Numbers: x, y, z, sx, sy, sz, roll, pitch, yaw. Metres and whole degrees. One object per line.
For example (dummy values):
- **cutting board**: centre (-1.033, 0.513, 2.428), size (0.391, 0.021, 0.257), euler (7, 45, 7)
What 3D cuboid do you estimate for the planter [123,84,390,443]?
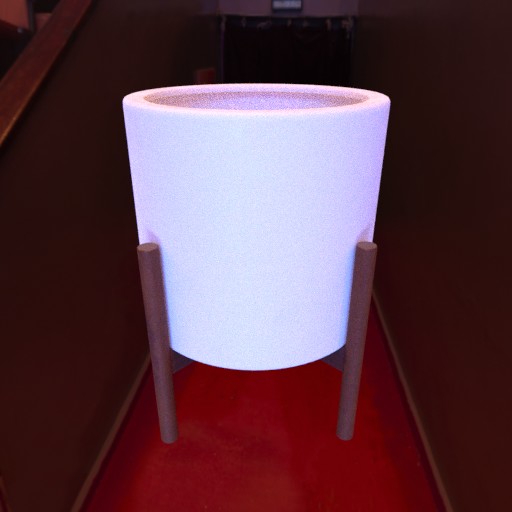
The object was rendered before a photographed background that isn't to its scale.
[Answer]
- **planter**: centre (0.000, 0.000, 0.843), size (0.421, 0.581, 0.420), euler (1, 26, 2)
